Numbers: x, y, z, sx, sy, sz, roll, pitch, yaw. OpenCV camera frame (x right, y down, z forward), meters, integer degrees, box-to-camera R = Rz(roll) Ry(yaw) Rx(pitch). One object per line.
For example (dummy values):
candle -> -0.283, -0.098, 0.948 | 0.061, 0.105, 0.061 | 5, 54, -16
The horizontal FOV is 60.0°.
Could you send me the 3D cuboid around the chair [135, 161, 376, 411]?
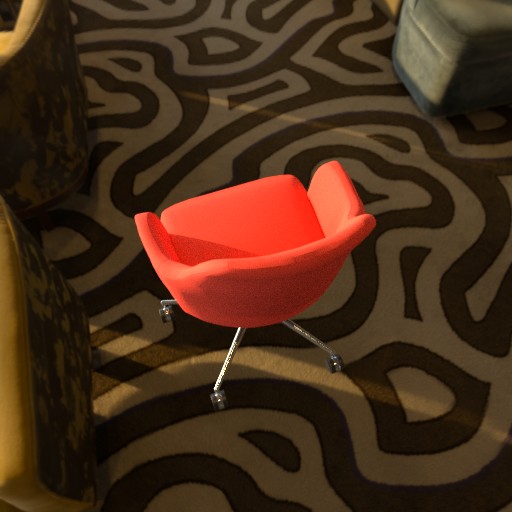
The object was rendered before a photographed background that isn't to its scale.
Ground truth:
chair -> 0.000, 0.000, 1.278 | 0.655, 0.820, 0.600 | -17, 60, -10
